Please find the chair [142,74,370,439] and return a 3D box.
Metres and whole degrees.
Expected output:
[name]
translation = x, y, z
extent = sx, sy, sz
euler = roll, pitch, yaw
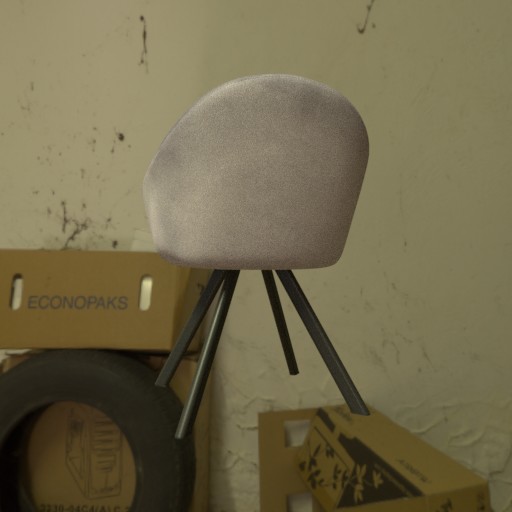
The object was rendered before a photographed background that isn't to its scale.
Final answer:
[chair]
translation = 0.000, 0.000, 1.187
extent = 0.570, 0.780, 0.540
euler = 0, -1, -18
